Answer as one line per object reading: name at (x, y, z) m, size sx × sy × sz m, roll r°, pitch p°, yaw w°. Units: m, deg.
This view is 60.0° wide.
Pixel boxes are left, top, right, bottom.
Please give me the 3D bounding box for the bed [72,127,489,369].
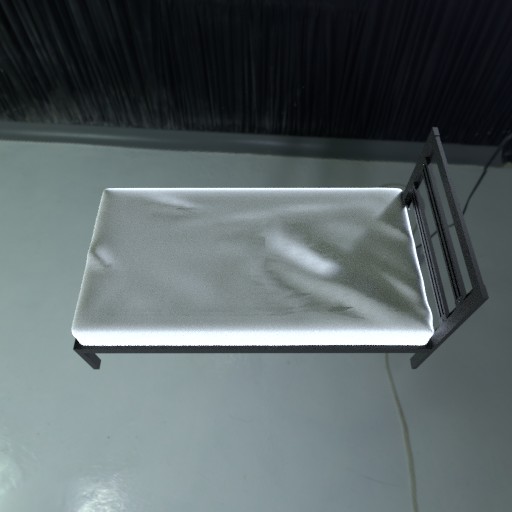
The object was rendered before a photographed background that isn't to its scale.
bed at (0.000, 0.000, 2.482) m, size 1.930 × 0.967 × 0.991 m, roll 0°, pitch 59°, yaw 0°
